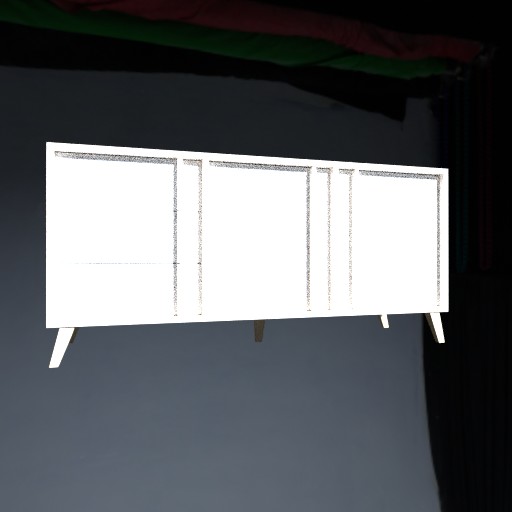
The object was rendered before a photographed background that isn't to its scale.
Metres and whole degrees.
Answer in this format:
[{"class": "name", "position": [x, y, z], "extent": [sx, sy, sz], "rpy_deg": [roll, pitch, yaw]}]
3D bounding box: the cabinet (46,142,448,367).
[{"class": "cabinet", "position": [0.000, 0.000, 1.998], "extent": [1.649, 0.780, 0.500], "rpy_deg": [0, 0, -16]}]
